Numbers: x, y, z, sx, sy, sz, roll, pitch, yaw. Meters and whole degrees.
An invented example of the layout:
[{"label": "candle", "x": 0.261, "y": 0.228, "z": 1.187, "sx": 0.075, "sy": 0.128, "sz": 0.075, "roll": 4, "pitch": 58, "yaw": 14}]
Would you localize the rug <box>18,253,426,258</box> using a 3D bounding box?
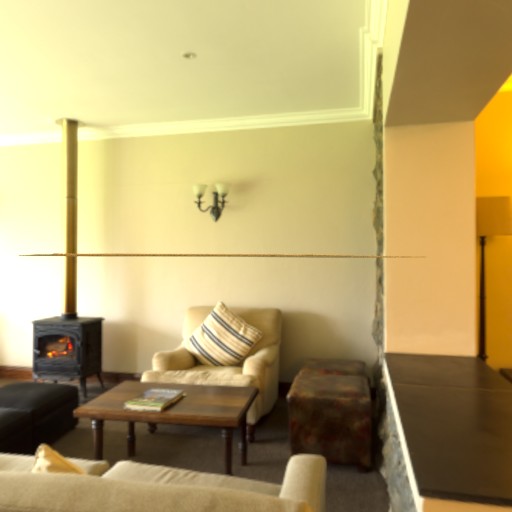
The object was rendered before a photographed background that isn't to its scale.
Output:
[{"label": "rug", "x": 0.000, "y": 0.000, "z": 2.550, "sx": 2.340, "sy": 0.013, "sz": 0.686, "roll": 0, "pitch": -1, "yaw": -36}]
